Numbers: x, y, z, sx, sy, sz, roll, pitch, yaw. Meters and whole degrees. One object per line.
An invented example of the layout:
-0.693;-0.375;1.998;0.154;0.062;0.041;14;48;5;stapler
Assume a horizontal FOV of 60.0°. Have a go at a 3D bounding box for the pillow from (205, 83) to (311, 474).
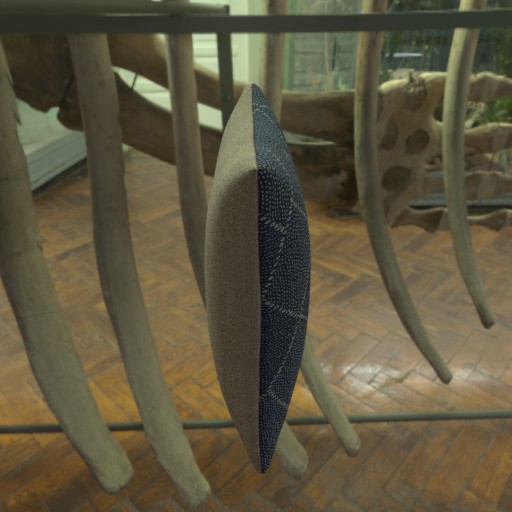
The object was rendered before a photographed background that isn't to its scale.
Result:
0.000;0.000;0.671;0.148;0.428;0.435;-1;31;-1;pillow
